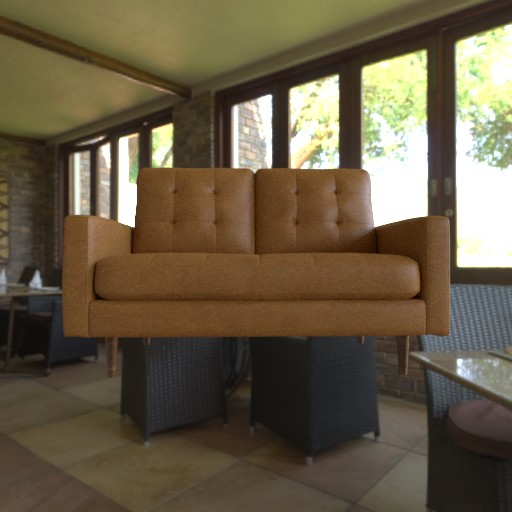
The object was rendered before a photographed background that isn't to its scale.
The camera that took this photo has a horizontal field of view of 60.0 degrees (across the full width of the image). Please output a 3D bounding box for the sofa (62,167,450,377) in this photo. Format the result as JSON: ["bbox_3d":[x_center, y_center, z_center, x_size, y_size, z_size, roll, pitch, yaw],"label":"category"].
[{"bbox_3d":[0.000,0.000,1.993,1.430,0.898,0.868,0,0,-2],"label":"sofa"}]
